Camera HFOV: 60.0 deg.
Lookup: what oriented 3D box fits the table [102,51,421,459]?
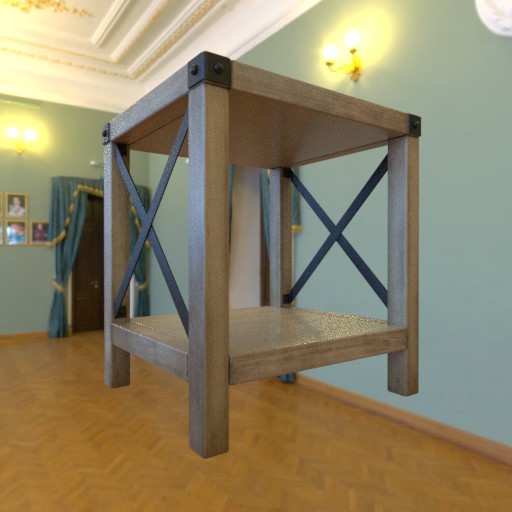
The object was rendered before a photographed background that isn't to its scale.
[{"bbox_3d":[0.000,0.000,0.921,0.510,0.561,0.459,0,0,-36],"label":"table"}]
